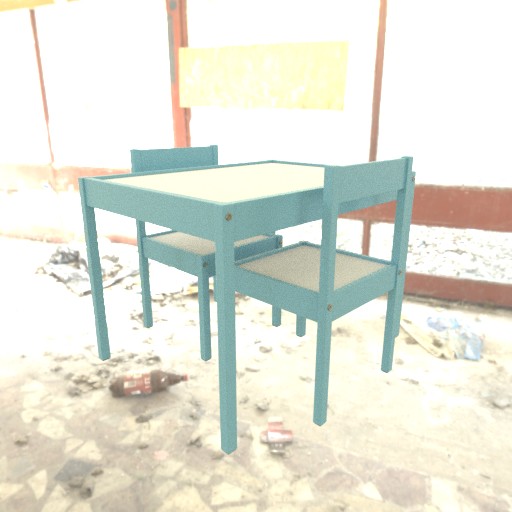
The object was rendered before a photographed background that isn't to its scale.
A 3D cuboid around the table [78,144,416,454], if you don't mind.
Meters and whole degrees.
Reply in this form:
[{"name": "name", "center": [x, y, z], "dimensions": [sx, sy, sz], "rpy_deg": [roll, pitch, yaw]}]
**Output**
[{"name": "table", "center": [0.000, 0.000, 1.099], "dimensions": [0.633, 0.503, 0.639], "rpy_deg": [16, 23, 42]}]
